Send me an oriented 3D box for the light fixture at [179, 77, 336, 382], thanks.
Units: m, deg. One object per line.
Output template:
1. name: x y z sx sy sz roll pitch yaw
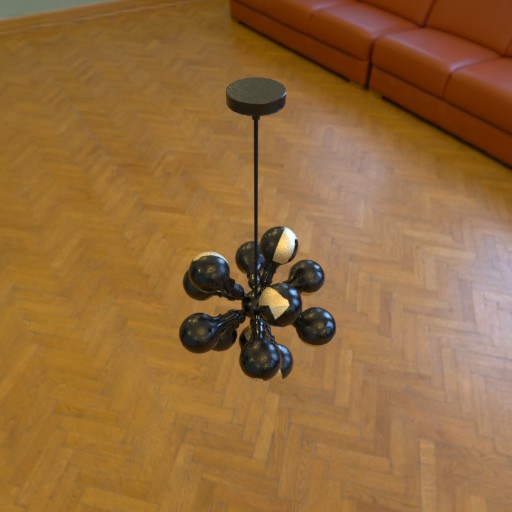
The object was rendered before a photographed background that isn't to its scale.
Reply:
1. light fixture: 0.000 0.000 1.113 0.468 0.859 0.420 -25 50 -23
